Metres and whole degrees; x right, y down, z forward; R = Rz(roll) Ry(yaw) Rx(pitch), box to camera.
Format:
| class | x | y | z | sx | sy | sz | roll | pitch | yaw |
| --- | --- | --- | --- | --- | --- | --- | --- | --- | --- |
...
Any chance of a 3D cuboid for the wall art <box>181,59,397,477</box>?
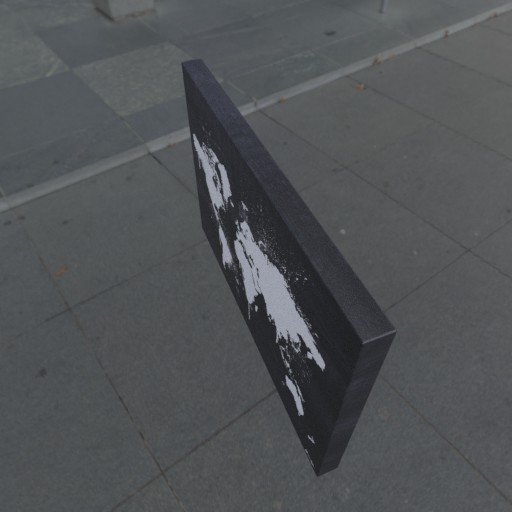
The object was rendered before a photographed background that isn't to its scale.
| class | x | y | z | sx | sy | sz | roll | pitch | yaw |
| --- | --- | --- | --- | --- | --- | --- | --- | --- | --- |
| wall art | 0.000 | 0.000 | 0.746 | 0.038 | 0.409 | 0.610 | -17 | 50 | -14 |
